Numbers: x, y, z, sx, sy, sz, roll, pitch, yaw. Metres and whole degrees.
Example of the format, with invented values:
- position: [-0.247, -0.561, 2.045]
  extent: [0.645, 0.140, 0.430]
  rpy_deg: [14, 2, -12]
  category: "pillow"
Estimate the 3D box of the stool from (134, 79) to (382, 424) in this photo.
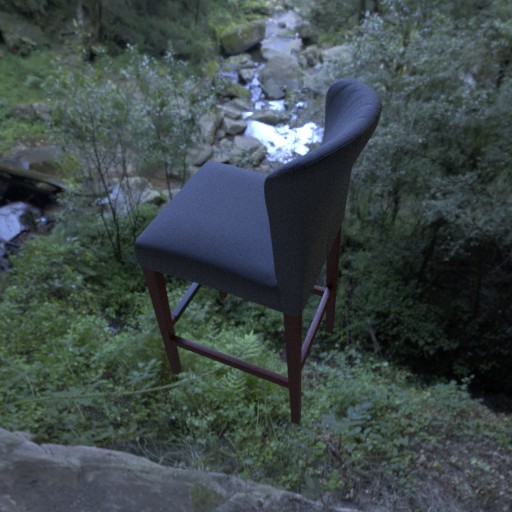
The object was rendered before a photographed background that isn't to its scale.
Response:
- position: [0.000, 0.000, 1.391]
  extent: [0.568, 1.069, 0.481]
  rpy_deg: [17, 47, 16]
  category: "stool"
